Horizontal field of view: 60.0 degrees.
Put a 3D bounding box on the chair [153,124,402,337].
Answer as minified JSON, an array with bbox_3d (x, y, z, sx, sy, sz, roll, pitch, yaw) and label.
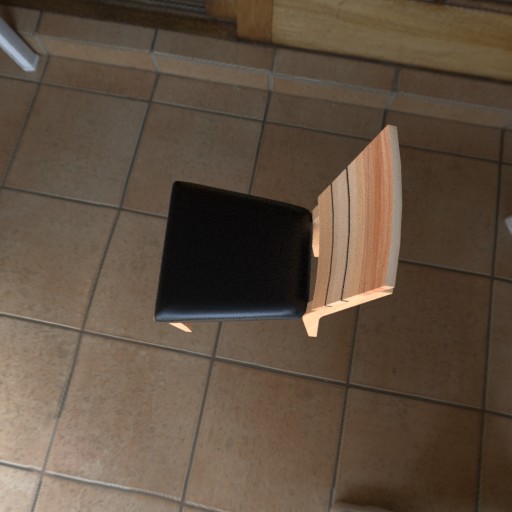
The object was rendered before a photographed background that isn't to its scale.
[{"bbox_3d":[0.000,0.000,1.224,0.520,0.940,0.410,5,76,1],"label":"chair"}]
